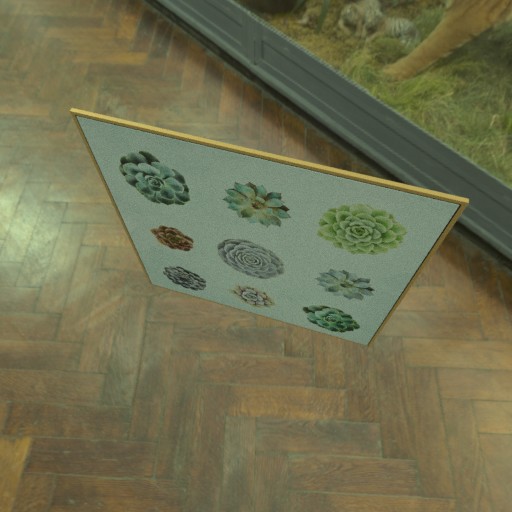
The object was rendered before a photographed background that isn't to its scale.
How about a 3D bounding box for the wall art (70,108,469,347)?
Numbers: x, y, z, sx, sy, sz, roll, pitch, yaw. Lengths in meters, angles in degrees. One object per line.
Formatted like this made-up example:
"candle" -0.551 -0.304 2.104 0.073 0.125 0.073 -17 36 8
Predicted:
"wall art" 0.000 0.000 1.443 0.962 0.959 0.013 15 61 9
